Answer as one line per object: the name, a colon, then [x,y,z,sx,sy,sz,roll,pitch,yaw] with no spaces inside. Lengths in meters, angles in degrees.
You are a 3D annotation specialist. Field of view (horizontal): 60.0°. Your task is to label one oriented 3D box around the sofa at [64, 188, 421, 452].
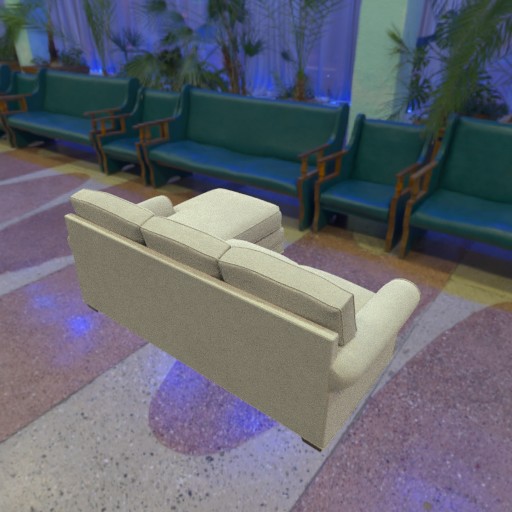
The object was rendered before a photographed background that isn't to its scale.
sofa: [0.000,0.000,2.436,1.770,0.734,1.226,21,36,32]
